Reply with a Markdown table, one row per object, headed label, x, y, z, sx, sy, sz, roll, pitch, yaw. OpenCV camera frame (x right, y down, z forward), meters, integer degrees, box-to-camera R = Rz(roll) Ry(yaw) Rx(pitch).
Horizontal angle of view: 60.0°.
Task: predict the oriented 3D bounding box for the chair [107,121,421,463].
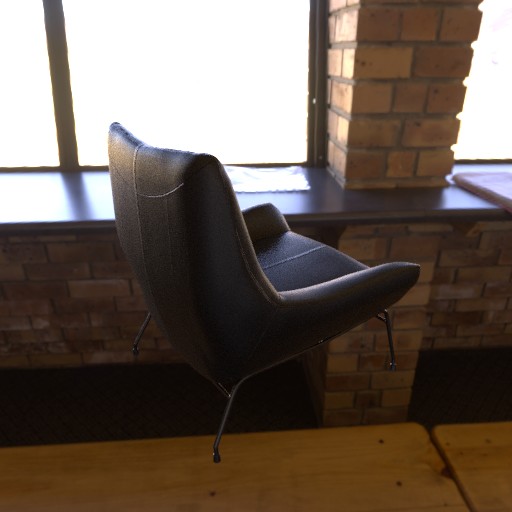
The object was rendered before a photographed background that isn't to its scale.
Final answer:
| label | x | y | z | sx | sy | sz | roll | pitch | yaw |
| --- | --- | --- | --- | --- | --- | --- | --- | --- | --- |
| chair | 0.000 | 0.000 | 1.587 | 0.826 | 0.922 | 0.836 | -17 | 30 | -32 |
